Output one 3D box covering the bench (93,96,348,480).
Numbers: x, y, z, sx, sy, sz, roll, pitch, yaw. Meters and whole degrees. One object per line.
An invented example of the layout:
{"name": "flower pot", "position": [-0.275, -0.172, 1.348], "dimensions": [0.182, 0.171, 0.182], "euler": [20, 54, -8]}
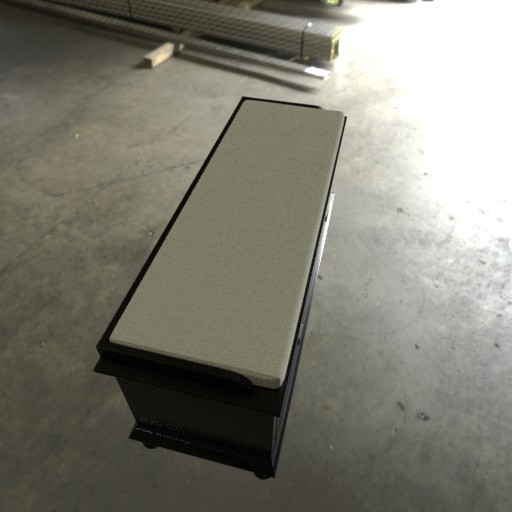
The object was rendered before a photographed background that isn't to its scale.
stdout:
{"name": "bench", "position": [0.000, 0.000, 1.435], "dimensions": [0.402, 0.501, 1.185], "euler": [10, 47, 10]}
